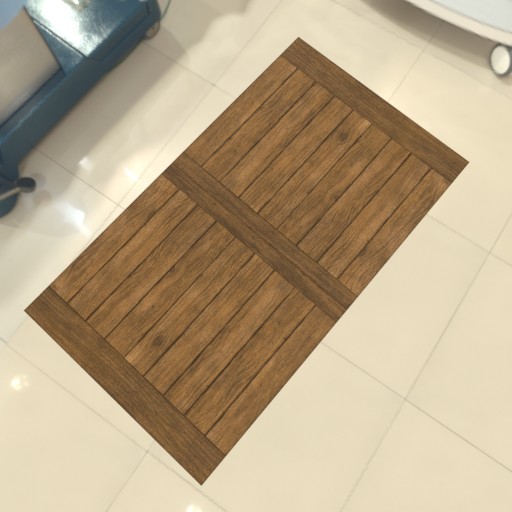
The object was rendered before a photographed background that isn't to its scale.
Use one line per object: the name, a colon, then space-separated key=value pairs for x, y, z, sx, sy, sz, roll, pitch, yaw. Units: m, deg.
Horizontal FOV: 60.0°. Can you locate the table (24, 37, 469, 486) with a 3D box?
table: x=0.000 y=0.000 z=2.143 sx=0.931 sy=0.757 sz=1.641 roll=40 pitch=79 yaw=9
